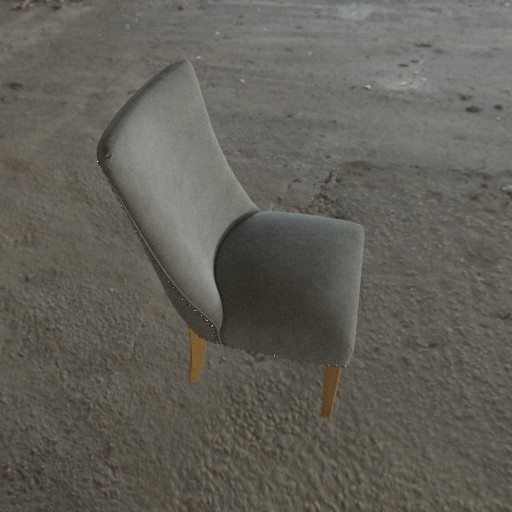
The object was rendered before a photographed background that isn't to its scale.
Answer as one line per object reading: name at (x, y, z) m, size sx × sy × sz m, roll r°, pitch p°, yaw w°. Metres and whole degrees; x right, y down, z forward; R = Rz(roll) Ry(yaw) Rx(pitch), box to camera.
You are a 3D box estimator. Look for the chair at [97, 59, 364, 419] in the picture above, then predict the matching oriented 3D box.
chair at (0.000, 0.000, 1.274) m, size 0.610 × 0.902 × 0.495 m, roll 9°, pitch 47°, yaw 9°
